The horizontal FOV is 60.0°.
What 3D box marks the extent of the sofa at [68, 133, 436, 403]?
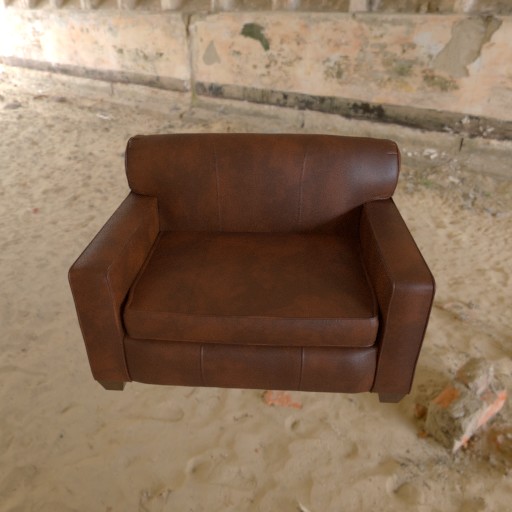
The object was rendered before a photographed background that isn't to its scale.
[{"bbox_3d":[0.000,0.000,2.099,1.413,0.956,1.000,2,30,3],"label":"sofa"}]
